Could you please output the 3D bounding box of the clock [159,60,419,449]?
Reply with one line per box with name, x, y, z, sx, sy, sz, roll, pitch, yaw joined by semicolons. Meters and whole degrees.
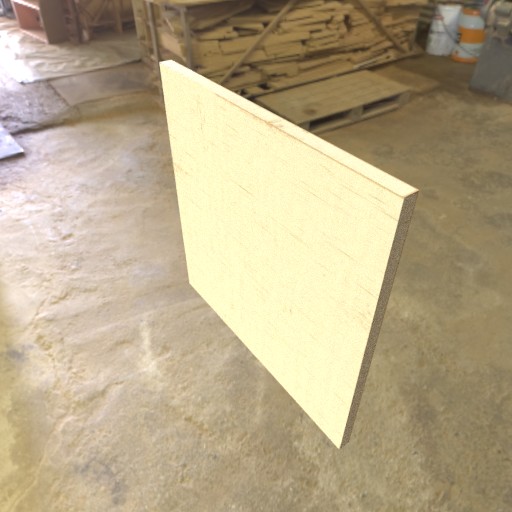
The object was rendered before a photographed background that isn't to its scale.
clock;0.000;0.000;1.041;0.032;0.705;0.705;-26;47;-27
